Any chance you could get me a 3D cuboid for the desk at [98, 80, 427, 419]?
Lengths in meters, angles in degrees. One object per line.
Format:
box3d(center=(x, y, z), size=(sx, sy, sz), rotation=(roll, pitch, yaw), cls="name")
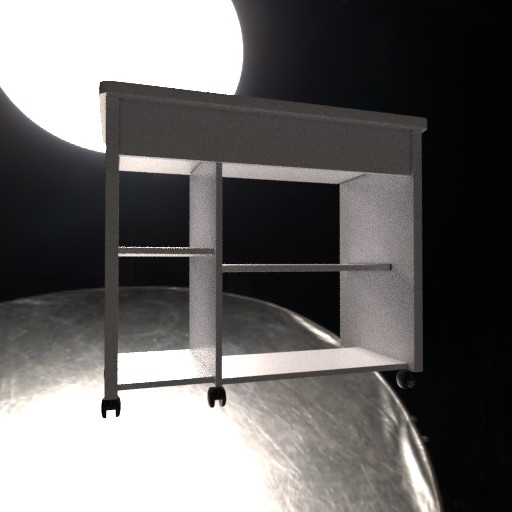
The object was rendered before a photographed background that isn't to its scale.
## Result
box3d(center=(0.000, 0.000, 1.317), size=(0.877, 0.763, 0.475), rotation=(0, -1, -18), cls="desk")
